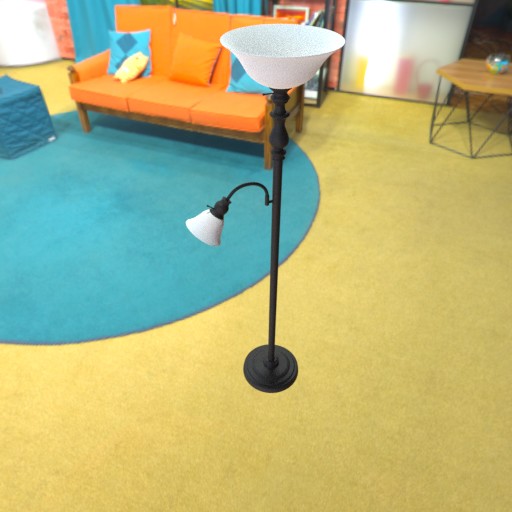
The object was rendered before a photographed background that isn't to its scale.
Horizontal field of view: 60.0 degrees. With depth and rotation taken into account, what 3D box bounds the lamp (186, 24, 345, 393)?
[{"bbox_3d":[0.000,0.000,1.995,0.588,1.793,0.405,-13,42,-15],"label":"lamp"}]
